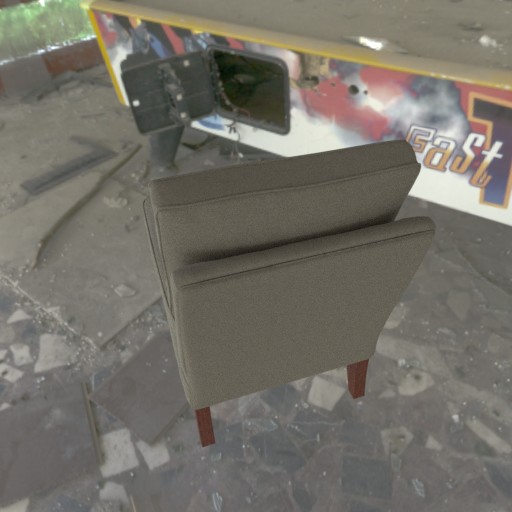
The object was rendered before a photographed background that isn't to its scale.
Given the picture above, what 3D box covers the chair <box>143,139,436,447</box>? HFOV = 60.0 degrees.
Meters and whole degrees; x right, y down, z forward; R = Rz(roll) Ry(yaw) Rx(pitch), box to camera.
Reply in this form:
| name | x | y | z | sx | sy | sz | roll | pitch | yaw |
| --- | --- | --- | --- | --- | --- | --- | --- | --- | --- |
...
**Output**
| name | x | y | z | sx | sy | sz | roll | pitch | yaw |
| --- | --- | --- | --- | --- | --- | --- | --- | --- | --- |
| chair | 0.000 | 0.000 | 1.622 | 0.724 | 1.045 | 0.924 | -12 | 42 | -14 |
